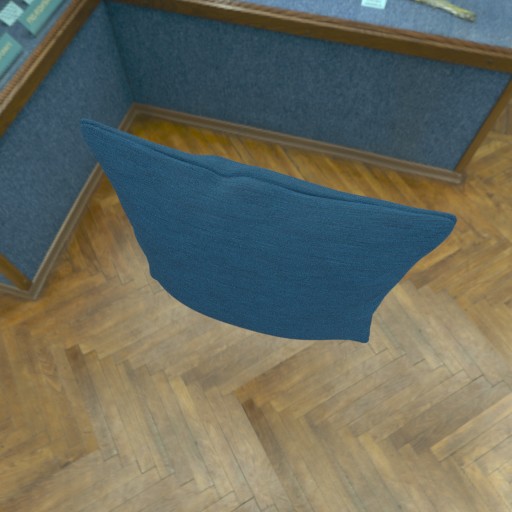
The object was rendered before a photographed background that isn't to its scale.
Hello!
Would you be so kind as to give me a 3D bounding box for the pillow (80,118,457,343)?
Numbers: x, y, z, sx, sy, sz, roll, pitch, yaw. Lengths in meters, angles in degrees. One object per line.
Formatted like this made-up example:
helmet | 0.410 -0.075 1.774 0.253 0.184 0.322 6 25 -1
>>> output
pillow | 0.000 0.000 0.666 0.437 0.420 0.177 16 63 8
